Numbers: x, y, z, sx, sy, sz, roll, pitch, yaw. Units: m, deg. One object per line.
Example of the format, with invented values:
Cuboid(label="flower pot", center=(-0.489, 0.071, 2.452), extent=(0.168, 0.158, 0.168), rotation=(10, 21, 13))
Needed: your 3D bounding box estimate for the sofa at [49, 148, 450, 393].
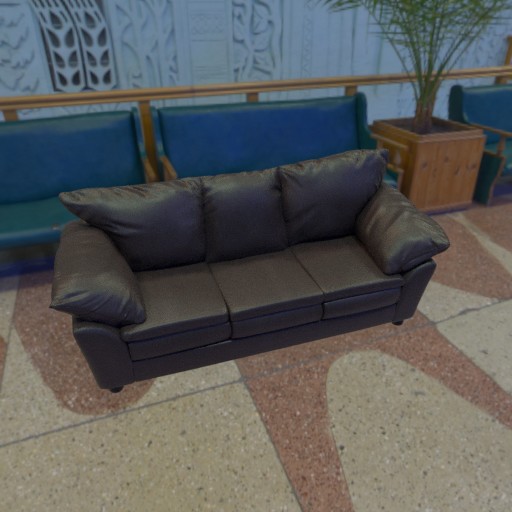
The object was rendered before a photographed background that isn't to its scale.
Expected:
Cuboid(label="sofa", center=(0.000, 0.000, 2.889), extent=(2.390, 1.091, 0.907), rotation=(-10, 31, -16))
